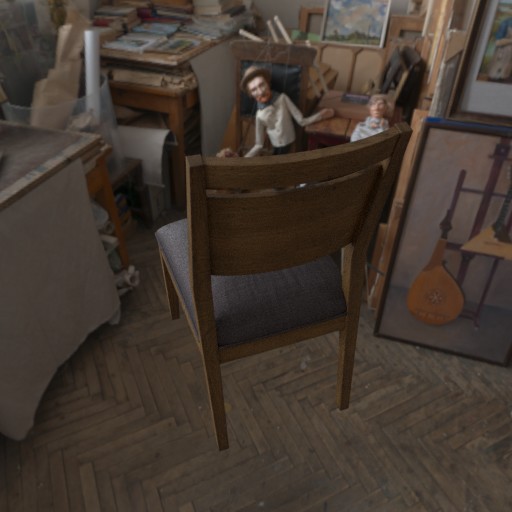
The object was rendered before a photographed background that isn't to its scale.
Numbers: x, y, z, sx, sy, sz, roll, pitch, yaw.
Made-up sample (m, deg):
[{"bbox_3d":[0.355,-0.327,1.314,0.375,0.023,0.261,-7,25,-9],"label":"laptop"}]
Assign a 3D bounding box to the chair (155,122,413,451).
[{"bbox_3d":[0.000,0.000,1.266,0.501,0.939,0.610,-13,41,-15],"label":"chair"}]
